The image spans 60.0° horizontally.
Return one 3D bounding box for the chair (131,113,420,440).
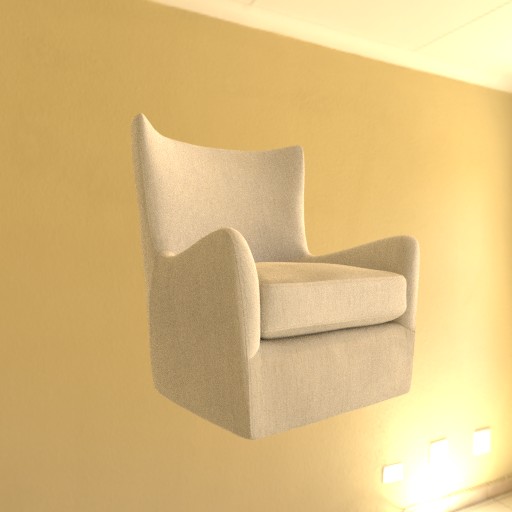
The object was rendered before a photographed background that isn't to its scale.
[{"bbox_3d":[0.000,0.000,1.628,0.779,1.000,0.904,0,0,-36],"label":"chair"}]
